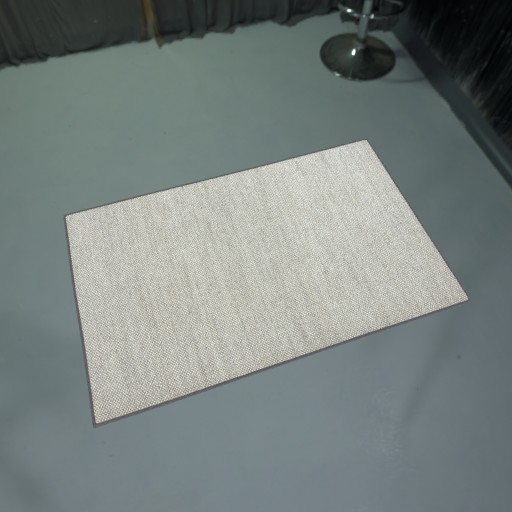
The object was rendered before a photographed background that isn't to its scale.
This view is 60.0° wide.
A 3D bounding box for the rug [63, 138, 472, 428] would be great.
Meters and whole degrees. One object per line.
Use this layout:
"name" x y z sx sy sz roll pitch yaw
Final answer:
"rug" 0.000 0.000 2.089 1.676 0.013 1.067 -16 60 -9
